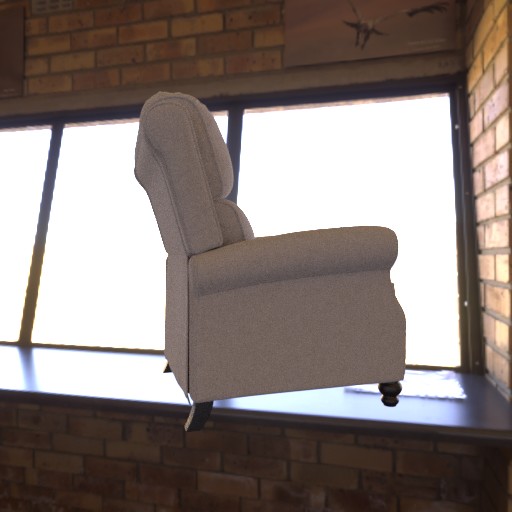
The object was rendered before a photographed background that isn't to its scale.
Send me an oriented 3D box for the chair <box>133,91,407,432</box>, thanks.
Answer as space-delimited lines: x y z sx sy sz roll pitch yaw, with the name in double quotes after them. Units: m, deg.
0.000 0.000 1.761 0.919 1.046 0.859 0 0 -17 "chair"
